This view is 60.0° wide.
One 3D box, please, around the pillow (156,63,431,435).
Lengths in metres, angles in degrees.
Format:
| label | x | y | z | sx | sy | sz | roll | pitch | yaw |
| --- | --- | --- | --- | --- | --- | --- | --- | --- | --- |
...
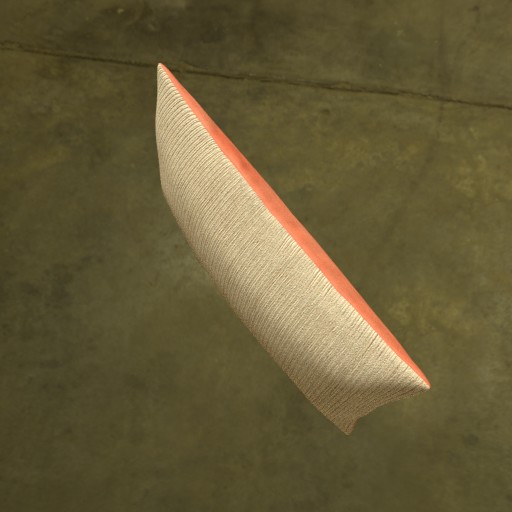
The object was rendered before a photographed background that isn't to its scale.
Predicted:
| label | x | y | z | sx | sy | sz | roll | pitch | yaw |
| --- | --- | --- | --- | --- | --- | --- | --- | --- | --- |
| pillow | 0.000 | 0.000 | 0.722 | 0.155 | 0.307 | 0.608 | -32 | 69 | -14 |
